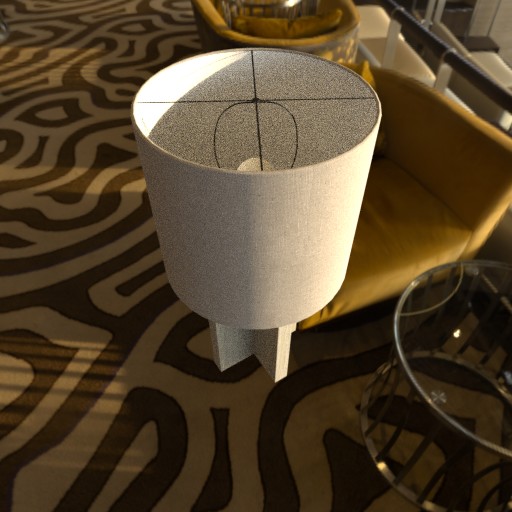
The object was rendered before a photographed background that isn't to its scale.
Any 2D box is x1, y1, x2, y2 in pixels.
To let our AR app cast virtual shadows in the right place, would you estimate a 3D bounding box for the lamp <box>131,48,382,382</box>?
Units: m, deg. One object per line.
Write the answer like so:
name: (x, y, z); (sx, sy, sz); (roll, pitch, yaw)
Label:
lamp: (0.000, 0.000, 0.566); (0.229, 0.428, 0.229); (-25, 52, -21)
